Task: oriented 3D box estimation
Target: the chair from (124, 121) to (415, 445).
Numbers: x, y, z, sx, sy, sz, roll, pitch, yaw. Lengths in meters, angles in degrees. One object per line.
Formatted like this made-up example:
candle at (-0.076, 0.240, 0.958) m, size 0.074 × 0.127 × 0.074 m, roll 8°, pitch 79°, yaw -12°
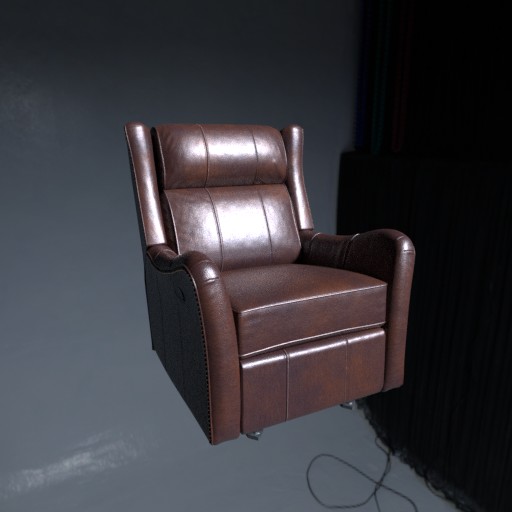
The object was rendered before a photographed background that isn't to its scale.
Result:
chair at (0.000, 0.000, 1.847) m, size 0.869 × 1.084 × 1.008 m, roll -7°, pitch 16°, yaw -26°
